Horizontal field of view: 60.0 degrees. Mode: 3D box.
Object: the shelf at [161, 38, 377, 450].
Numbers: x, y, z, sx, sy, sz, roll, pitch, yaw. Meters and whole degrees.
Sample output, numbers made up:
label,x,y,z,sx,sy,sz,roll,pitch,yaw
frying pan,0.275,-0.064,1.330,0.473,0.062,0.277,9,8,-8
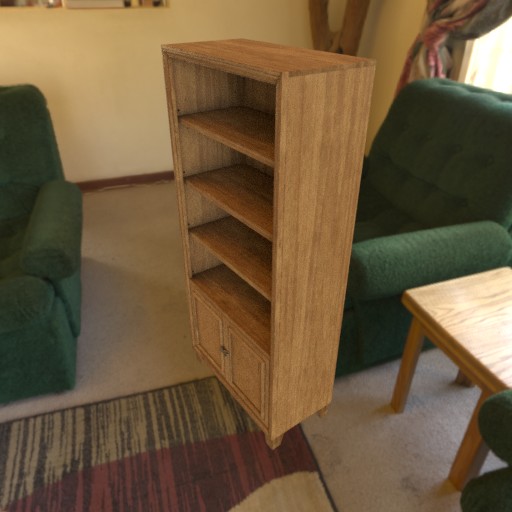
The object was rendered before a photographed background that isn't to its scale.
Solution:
label,x,y,z,sx,sy,sz,roll,pitch,yaw
shelf,0.000,0.000,2.288,0.453,1.930,0.864,-21,37,-30
